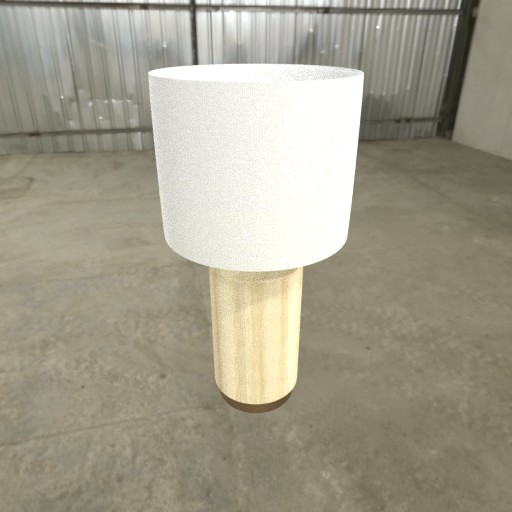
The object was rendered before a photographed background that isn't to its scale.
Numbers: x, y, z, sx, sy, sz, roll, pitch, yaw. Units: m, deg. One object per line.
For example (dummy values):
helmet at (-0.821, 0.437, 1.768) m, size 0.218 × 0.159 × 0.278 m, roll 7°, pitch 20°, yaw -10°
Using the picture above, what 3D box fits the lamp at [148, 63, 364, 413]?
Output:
lamp at (0.000, 0.000, 0.575) m, size 0.228 × 0.444 × 0.228 m, roll 8°, pitch 28°, yaw 15°
